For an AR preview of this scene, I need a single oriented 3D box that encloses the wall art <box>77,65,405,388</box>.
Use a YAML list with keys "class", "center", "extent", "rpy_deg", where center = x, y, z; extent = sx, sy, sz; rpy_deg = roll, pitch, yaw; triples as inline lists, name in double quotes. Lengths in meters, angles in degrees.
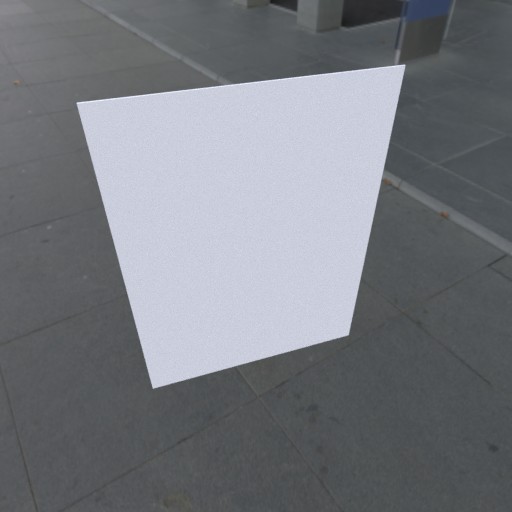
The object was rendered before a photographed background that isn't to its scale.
- class: "wall art"
  center: [0.000, 0.000, 0.789]
  extent: [0.457, 0.610, 0.003]
  rpy_deg: [-12, 42, -14]
